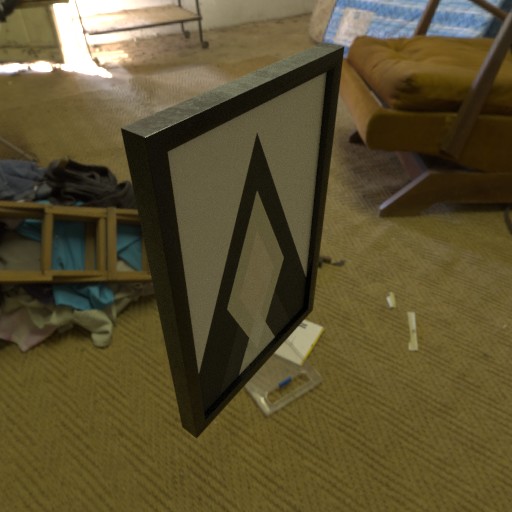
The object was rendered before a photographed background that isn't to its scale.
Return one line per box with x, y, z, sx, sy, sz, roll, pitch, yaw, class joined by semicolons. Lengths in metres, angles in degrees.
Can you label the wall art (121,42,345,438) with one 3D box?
0.000;0.000;0.586;0.031;0.457;0.313;26;47;28;wall art
